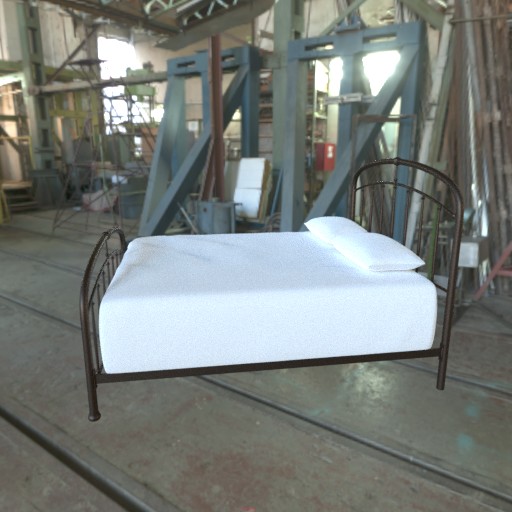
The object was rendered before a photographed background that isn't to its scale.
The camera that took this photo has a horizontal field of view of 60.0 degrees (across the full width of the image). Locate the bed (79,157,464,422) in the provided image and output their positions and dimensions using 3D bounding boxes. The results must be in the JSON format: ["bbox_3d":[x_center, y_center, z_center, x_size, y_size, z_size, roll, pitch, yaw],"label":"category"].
[{"bbox_3d":[0.000,0.000,3.284,2.180,1.425,1.711,-2,14,-9],"label":"bed"}]
